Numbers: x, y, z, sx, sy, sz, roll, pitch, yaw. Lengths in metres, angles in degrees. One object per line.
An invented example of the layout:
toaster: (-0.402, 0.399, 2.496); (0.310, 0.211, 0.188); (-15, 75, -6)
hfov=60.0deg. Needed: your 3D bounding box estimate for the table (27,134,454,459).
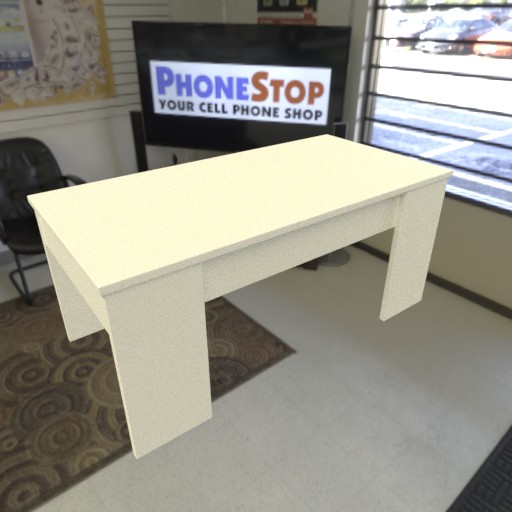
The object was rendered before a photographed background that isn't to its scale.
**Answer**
table: (0.000, 0.000, 1.256); (1.000, 0.440, 0.500); (-20, 35, -31)
